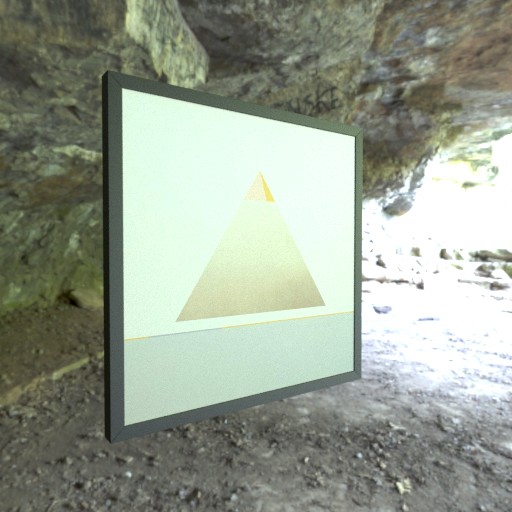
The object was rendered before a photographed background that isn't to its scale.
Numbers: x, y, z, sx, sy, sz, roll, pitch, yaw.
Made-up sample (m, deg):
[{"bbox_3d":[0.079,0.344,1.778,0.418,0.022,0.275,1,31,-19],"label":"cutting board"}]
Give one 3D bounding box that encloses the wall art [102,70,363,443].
[{"bbox_3d":[0.000,0.000,0.766,0.513,0.511,0.028,-1,2,-36],"label":"wall art"}]
